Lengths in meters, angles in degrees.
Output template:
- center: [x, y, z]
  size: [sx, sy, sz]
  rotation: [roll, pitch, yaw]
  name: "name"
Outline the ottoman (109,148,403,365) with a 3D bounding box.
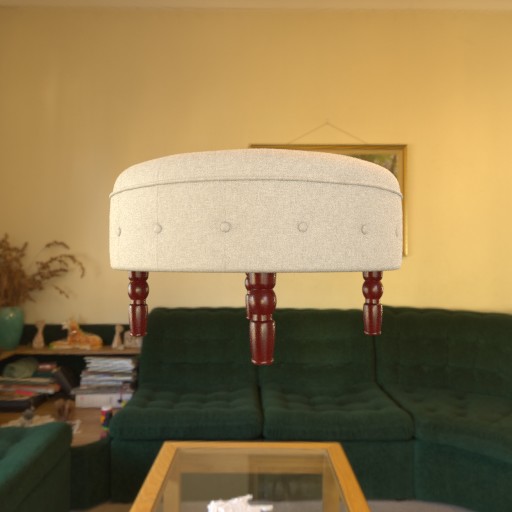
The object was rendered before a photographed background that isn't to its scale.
- center: [0.000, 0.000, 1.349]
  size: [0.849, 0.478, 0.849]
  rotation: [0, 0, 0]
  name: "ottoman"
